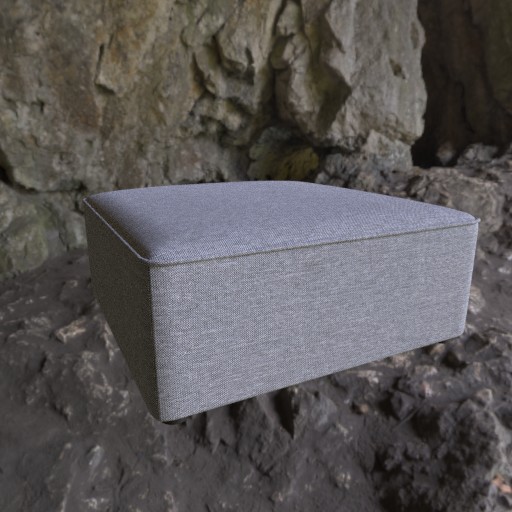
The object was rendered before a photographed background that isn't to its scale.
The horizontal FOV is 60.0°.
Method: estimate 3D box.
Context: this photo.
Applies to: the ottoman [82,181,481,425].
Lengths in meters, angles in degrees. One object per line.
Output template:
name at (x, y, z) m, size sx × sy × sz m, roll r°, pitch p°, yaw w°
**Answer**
ottoman at (0.000, 0.000, 1.547) m, size 1.005 × 0.455 × 1.005 m, roll -8°, pitch 17°, yaw -26°
